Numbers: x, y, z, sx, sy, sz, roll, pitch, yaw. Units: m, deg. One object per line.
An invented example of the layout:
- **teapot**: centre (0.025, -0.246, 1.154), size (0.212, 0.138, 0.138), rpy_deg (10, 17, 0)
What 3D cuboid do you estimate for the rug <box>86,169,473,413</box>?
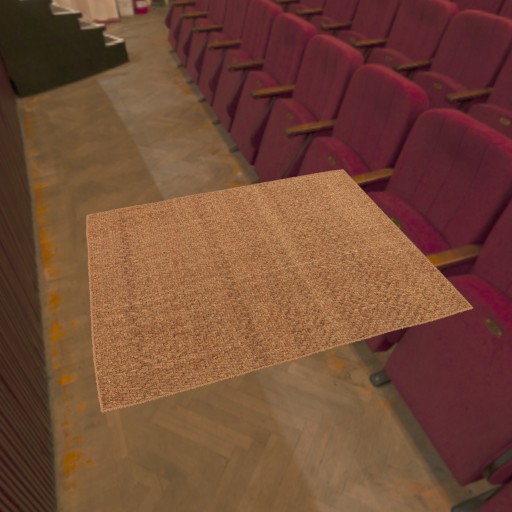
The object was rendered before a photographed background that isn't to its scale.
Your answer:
- **rug**: centre (0.000, 0.000, 4.199), size (3.048, 0.013, 2.439), rpy_deg (-12, 42, -14)
